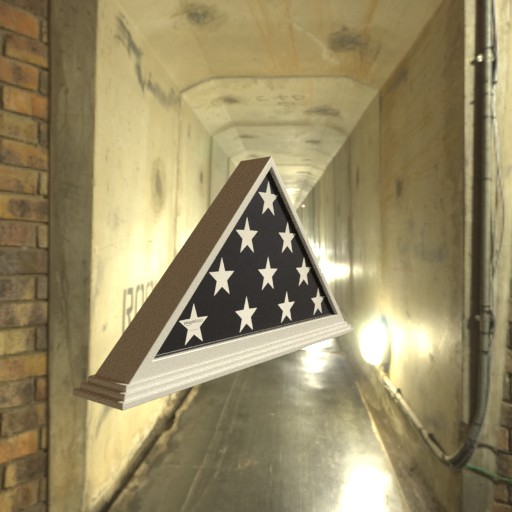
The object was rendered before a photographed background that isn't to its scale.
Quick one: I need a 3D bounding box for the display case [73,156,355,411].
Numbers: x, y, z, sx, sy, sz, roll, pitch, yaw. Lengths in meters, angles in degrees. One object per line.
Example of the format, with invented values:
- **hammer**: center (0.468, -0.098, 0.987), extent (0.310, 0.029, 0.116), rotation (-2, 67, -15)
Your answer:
- **display case**: center (0.000, 0.000, 0.775), extent (0.095, 0.340, 0.640), rotation (0, 0, 35)
